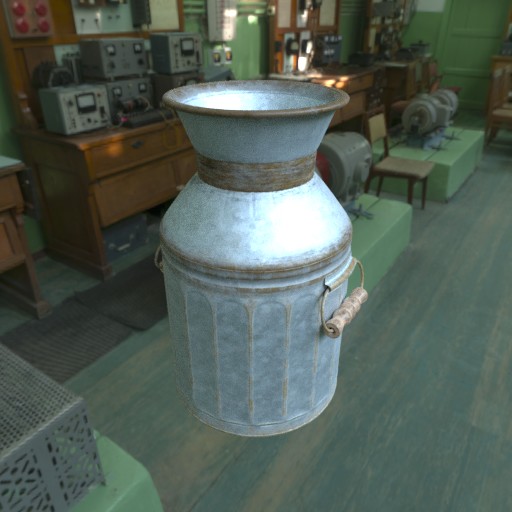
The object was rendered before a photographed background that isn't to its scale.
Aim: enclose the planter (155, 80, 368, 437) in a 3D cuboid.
[{"bbox_3d":[0.000,0.000,0.511,0.248,0.358,0.215,18,34,28],"label":"planter"}]
